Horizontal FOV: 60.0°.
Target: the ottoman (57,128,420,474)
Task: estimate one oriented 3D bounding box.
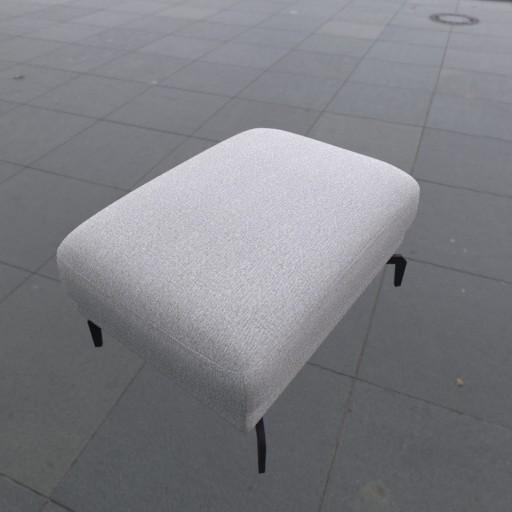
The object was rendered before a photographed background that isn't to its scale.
[{"bbox_3d":[0.000,0.000,1.117,0.568,0.420,0.772,26,47,27],"label":"ottoman"}]
